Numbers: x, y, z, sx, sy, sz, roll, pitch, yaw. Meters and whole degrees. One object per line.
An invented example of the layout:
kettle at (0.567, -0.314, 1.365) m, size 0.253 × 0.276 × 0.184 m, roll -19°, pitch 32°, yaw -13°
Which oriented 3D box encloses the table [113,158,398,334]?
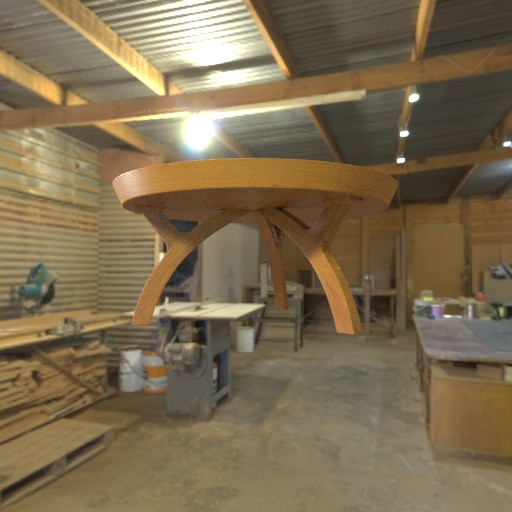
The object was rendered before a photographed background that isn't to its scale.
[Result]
table at (0.000, 0.000, 1.616) m, size 1.016 × 0.470 × 1.016 m, roll 0°, pitch -1°, yaw 0°
